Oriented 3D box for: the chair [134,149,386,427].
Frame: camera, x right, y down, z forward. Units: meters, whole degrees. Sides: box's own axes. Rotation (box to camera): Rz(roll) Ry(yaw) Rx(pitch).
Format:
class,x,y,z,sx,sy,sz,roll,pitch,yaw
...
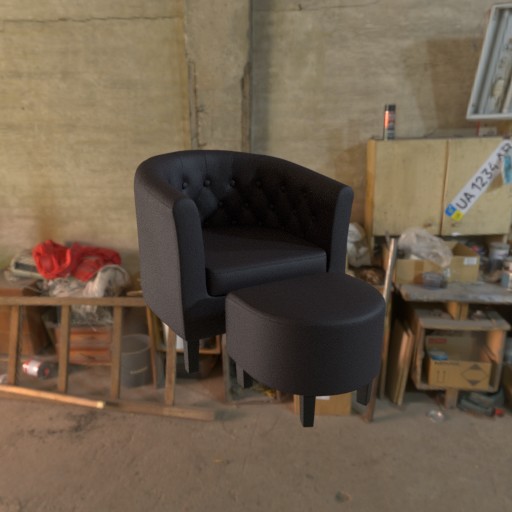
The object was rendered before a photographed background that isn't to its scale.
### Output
class,x,y,z,sx,sy,sz,roll,pitch,yaw
chair,0.000,0.000,1.710,0.763,0.760,1.191,-9,18,-27
